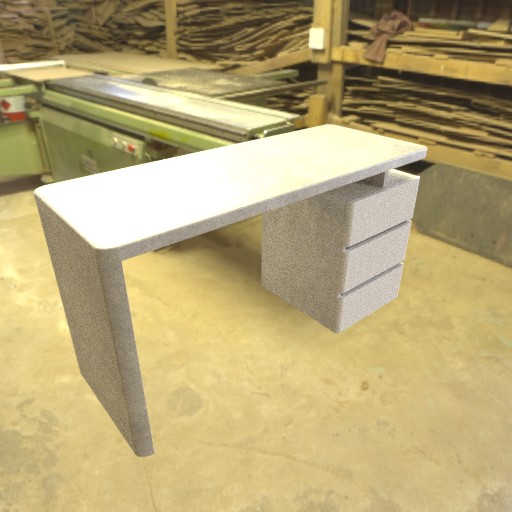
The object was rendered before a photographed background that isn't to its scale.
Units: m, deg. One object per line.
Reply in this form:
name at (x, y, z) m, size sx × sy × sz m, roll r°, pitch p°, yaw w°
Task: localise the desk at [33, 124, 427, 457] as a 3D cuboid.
desk at (0.000, 0.000, 1.786) m, size 1.400 × 0.755 × 0.550 m, roll -22°, pitch 36°, yaw -34°
